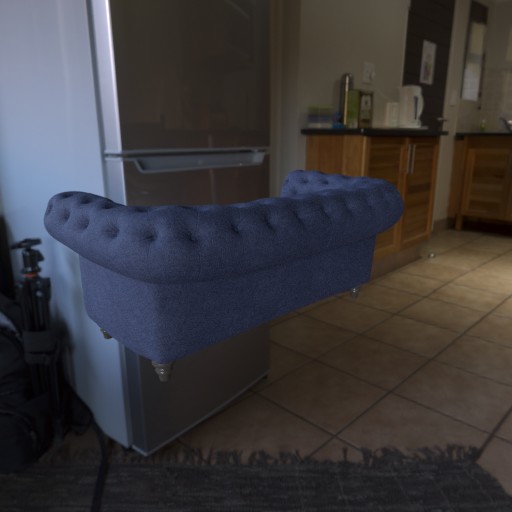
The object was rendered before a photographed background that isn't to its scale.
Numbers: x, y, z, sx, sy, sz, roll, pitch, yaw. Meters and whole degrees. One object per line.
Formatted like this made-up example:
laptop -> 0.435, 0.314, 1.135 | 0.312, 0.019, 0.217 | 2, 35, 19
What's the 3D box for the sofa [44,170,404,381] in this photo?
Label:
sofa -> 0.000, 0.000, 2.572 | 1.988, 0.833, 1.082 | -15, 22, -41
